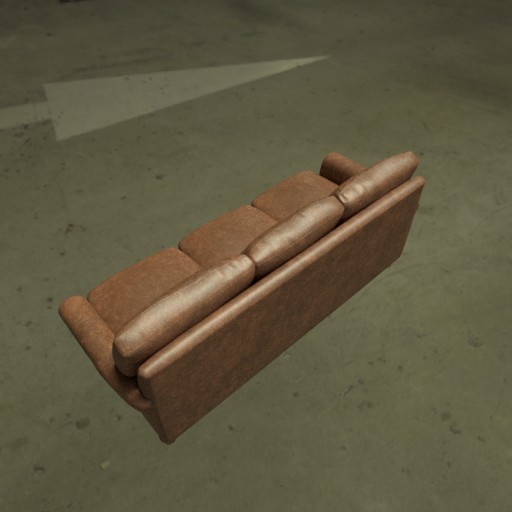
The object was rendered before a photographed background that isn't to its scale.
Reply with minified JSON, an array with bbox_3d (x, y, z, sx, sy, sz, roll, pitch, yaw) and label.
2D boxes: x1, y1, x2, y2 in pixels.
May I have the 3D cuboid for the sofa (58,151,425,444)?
[{"bbox_3d":[0.000,0.000,2.879,2.351,0.977,0.973,-33,54,-28],"label":"sofa"}]
